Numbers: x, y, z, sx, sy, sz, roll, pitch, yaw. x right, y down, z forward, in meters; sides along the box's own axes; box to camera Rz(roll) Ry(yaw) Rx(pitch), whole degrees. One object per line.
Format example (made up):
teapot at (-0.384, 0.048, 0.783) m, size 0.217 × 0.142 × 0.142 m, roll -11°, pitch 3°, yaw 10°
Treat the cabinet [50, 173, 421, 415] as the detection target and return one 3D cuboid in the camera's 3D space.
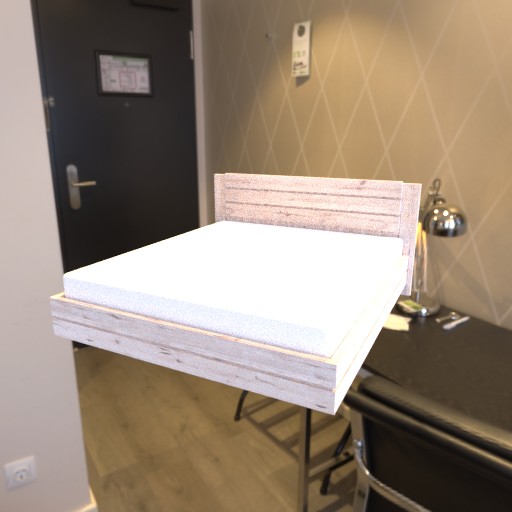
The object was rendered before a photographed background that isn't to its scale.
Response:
cabinet at (0.000, 0.000, 3.244) m, size 1.950 × 0.970 × 2.080 m, roll 8°, pitch 17°, yaw 26°
